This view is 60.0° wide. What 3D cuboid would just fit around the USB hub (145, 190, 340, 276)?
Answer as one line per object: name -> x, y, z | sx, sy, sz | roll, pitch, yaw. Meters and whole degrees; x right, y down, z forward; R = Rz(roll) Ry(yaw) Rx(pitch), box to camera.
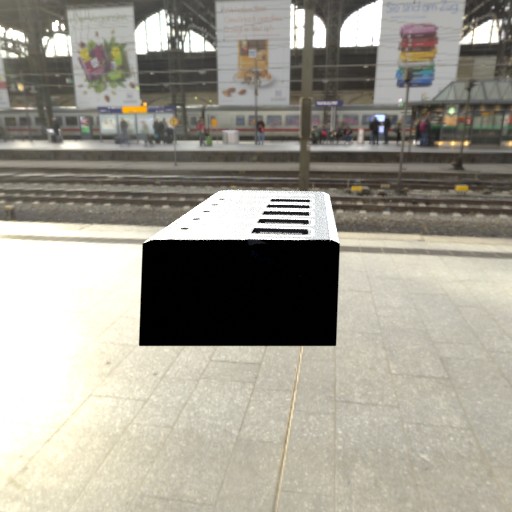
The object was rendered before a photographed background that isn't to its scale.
USB hub -> 0.000, 0.000, 0.128 | 0.044, 0.023, 0.110 | 2, 16, 7
